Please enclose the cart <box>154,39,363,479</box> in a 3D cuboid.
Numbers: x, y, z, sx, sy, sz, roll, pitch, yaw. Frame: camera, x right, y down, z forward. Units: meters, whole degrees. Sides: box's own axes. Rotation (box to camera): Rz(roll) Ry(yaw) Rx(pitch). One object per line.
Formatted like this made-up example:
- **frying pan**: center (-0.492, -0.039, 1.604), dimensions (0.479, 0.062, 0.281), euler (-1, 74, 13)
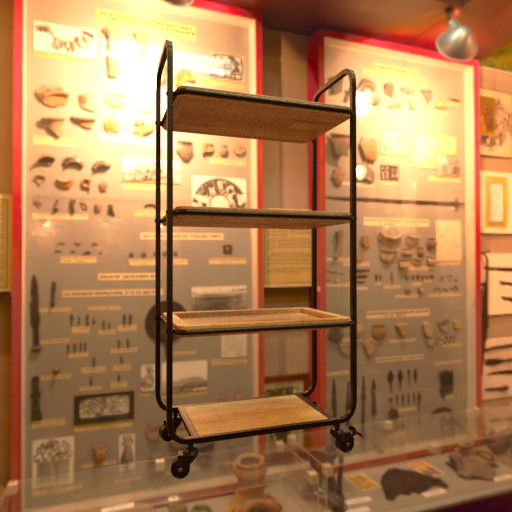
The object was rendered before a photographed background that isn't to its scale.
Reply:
- **cart**: center (0.000, 0.000, 1.275), dimensions (0.545, 1.080, 0.321), euler (0, -1, -19)
